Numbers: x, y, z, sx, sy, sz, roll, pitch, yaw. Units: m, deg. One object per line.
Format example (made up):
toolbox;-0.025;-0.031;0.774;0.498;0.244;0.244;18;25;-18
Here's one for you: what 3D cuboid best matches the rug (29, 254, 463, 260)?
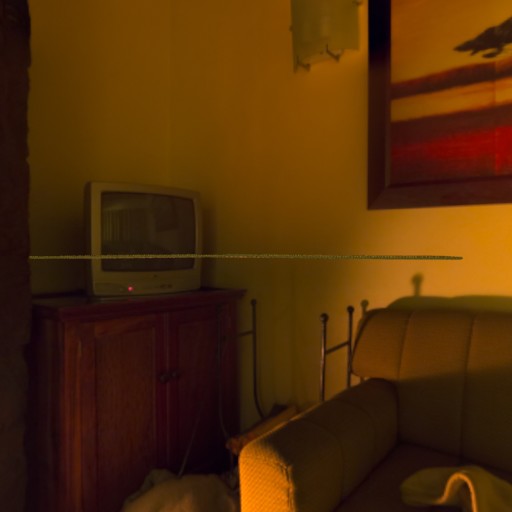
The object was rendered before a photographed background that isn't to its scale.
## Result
rug;0.000;0.000;2.253;1.777;0.021;1.145;0;0;17
